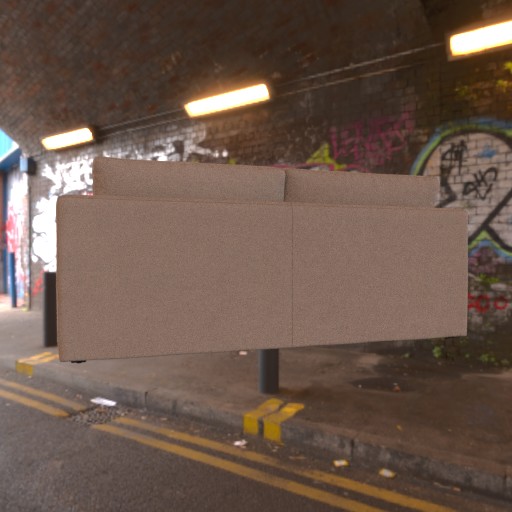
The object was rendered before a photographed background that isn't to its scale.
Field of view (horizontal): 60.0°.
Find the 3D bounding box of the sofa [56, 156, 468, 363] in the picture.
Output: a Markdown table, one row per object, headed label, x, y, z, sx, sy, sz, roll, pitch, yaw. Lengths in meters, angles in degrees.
| label | x | y | z | sx | sy | sz | roll | pitch | yaw |
| --- | --- | --- | --- | --- | --- | --- | --- | --- | --- |
| sofa | 0.000 | 0.000 | 2.446 | 1.905 | 0.839 | 1.091 | 0 | 0 | -17 |
